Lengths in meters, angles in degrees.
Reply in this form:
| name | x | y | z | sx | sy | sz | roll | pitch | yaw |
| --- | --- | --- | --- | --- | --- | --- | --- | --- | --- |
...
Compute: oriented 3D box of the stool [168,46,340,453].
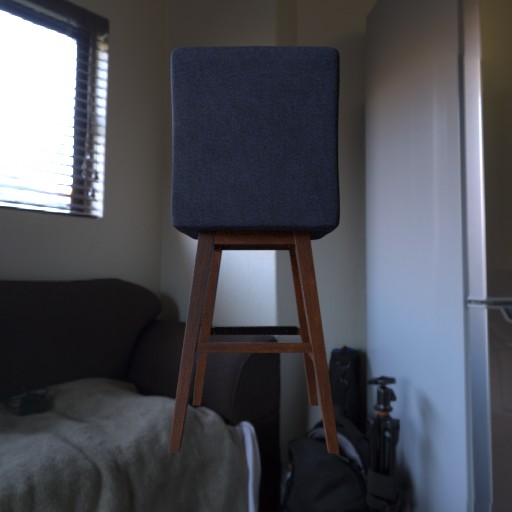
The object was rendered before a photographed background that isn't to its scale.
| name | x | y | z | sx | sy | sz | roll | pitch | yaw |
| --- | --- | --- | --- | --- | --- | --- | --- | --- | --- |
| stool | 0.000 | 0.000 | 1.388 | 0.489 | 1.068 | 0.572 | 0 | -2 | 1 |
